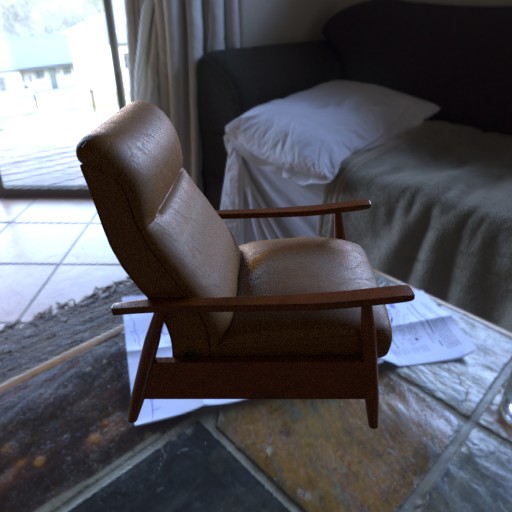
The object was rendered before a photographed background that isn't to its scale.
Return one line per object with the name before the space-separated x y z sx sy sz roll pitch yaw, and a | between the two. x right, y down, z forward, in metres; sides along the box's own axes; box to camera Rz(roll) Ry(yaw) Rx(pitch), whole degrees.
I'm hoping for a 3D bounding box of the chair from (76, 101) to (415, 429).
chair | 0.000 0.000 1.749 1.014 1.082 0.762 1 30 1
